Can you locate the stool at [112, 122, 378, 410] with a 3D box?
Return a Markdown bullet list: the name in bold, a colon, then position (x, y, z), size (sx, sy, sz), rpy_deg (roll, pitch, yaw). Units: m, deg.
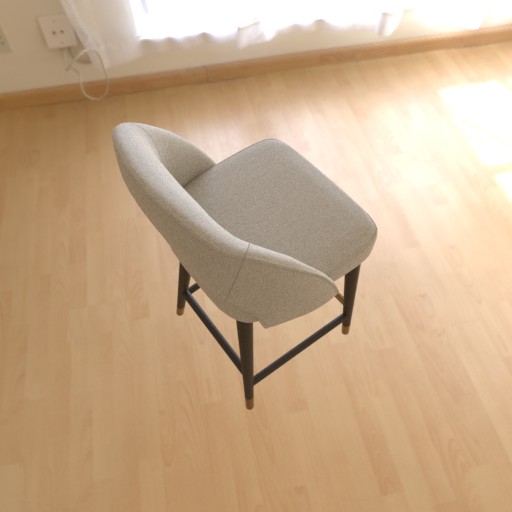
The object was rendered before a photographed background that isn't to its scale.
- **stool**: position (0.000, 0.000, 1.218), size (0.509, 0.940, 0.494), rpy_deg (-33, 63, -19)
